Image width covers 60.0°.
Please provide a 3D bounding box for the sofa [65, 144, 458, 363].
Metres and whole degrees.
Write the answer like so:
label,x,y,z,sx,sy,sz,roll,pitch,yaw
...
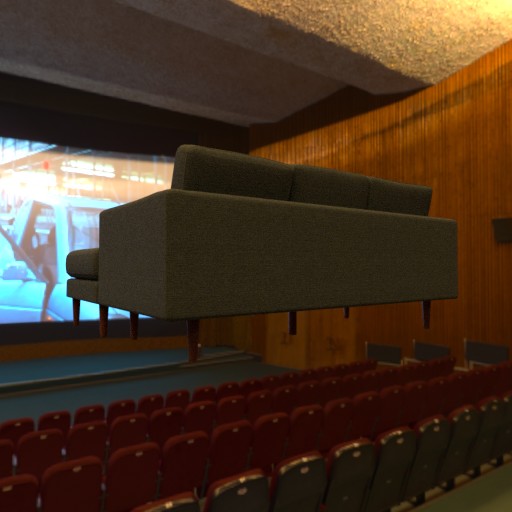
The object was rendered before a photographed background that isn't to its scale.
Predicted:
label,x,y,z,sx,sy,sz,roll,pitch,yaw
sofa,0.000,0.000,2.963,2.055,0.957,1.667,1,-1,-36
